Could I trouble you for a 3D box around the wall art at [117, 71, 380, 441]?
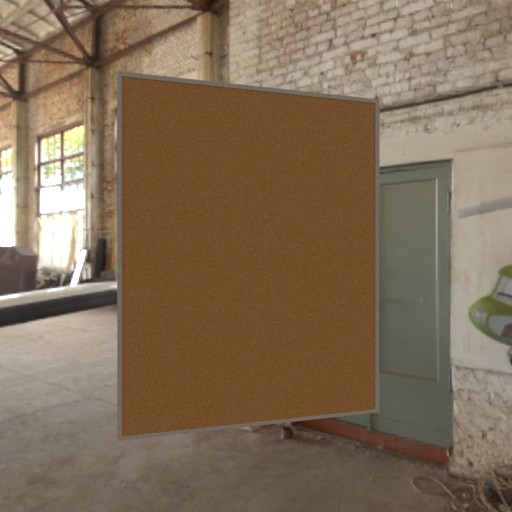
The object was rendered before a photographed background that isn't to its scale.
[{"bbox_3d":[0.000,0.000,1.025,0.611,0.763,0.055,0,0,-16],"label":"wall art"}]
